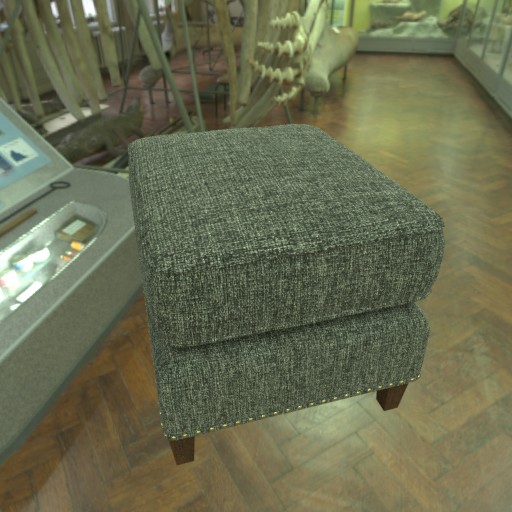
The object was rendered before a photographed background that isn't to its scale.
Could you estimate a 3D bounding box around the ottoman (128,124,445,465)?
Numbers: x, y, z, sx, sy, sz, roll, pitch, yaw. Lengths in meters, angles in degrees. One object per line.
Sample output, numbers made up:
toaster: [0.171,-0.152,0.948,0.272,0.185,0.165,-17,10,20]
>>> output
ottoman: [0.000,0.000,1.142,0.589,0.537,0.738,-9,33,-14]
